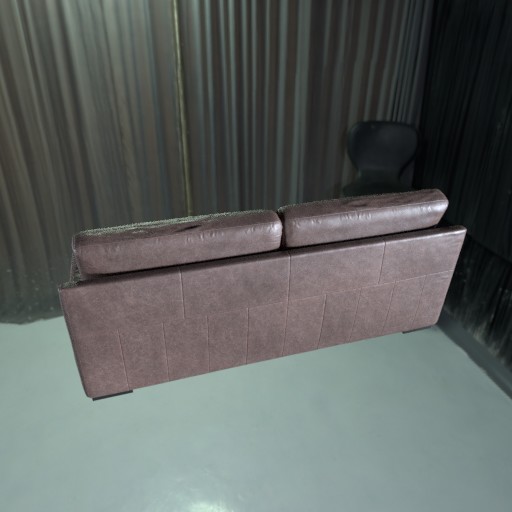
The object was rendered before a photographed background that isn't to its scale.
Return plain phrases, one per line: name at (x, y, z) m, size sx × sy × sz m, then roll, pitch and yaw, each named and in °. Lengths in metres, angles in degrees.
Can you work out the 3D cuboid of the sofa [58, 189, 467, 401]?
sofa at (0.000, 0.000, 2.840) m, size 2.261 × 0.941 × 1.143 m, roll -8°, pitch 29°, yaw -15°
